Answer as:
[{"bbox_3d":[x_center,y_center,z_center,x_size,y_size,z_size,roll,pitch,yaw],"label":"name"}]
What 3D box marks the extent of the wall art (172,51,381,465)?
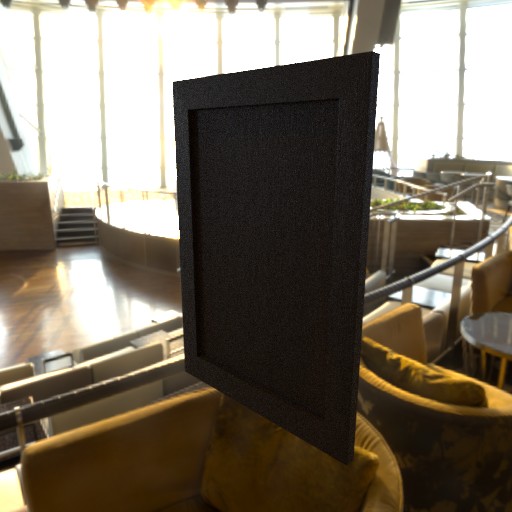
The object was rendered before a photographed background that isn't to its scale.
[{"bbox_3d":[0.000,0.000,0.657,0.359,0.513,0.017,14,20,43],"label":"wall art"}]
